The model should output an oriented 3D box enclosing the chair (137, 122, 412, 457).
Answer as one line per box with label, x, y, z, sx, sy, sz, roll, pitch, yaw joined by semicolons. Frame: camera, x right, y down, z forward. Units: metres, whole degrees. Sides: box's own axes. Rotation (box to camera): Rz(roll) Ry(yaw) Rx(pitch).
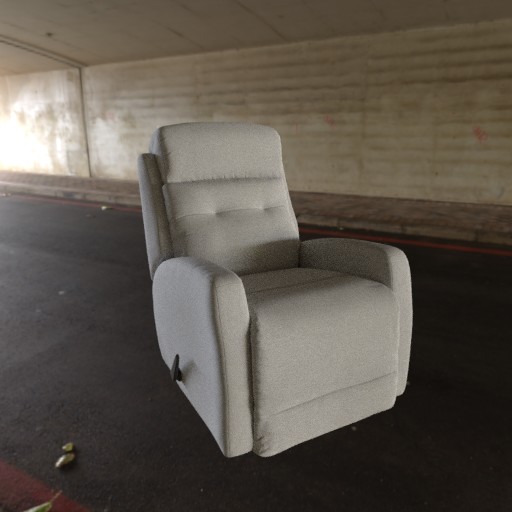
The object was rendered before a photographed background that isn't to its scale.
chair;0.000;0.000;1.726;0.798;1.013;1.043;-8;18;-27
